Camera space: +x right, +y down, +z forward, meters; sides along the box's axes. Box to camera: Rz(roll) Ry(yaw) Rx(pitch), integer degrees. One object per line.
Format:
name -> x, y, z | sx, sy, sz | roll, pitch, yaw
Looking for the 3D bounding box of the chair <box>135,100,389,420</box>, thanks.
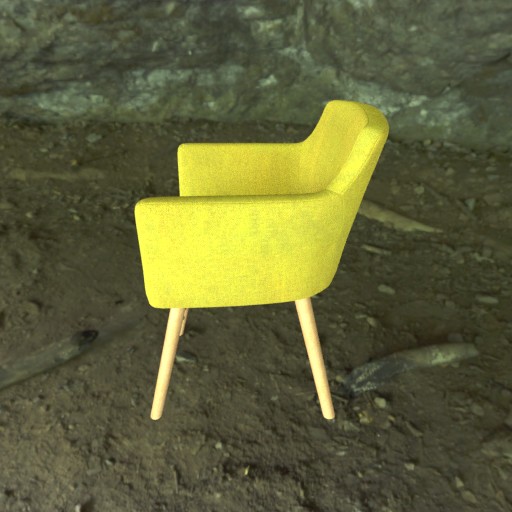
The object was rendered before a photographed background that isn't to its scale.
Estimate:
chair -> 0.000, 0.000, 1.198 | 0.570, 0.780, 0.570 | 0, 25, 0
